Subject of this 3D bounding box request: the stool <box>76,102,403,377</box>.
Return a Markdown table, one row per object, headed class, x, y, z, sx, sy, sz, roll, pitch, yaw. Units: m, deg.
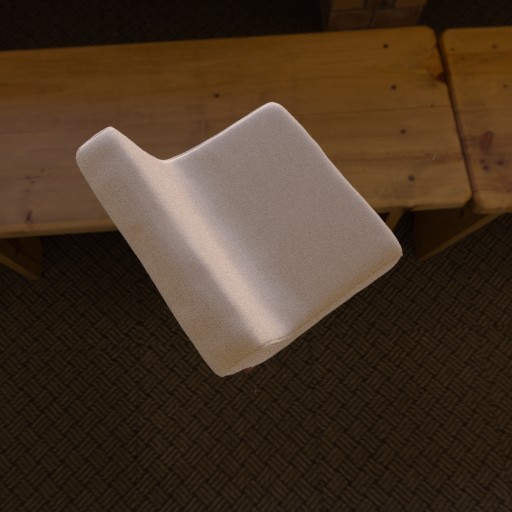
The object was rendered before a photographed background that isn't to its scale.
| class | x | y | z | sx | sy | sz | roll | pitch | yaw |
| --- | --- | --- | --- | --- | --- | --- | --- | --- | --- |
| stool | 0.000 | 0.000 | 1.233 | 0.500 | 0.937 | 0.511 | -34 | 76 | -10 |
